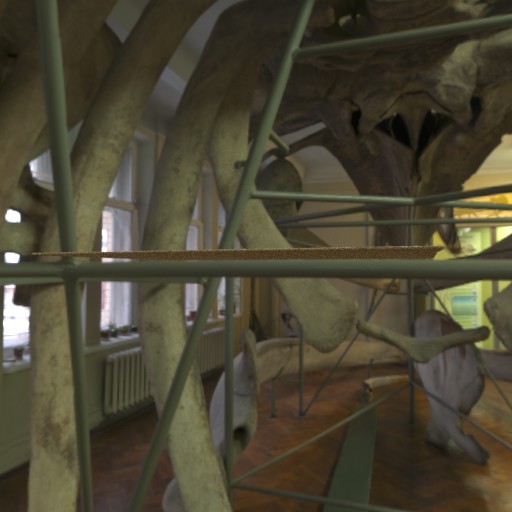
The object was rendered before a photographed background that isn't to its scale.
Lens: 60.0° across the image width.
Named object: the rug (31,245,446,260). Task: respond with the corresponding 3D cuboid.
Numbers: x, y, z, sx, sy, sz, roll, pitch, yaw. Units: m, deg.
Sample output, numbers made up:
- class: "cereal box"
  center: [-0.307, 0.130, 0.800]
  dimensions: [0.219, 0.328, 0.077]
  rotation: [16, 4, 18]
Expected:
- class: "rug"
  center: [0.000, 0.000, 2.803]
  dimensions: [2.141, 0.013, 1.566]
  rotation: [-1, -2, 20]
